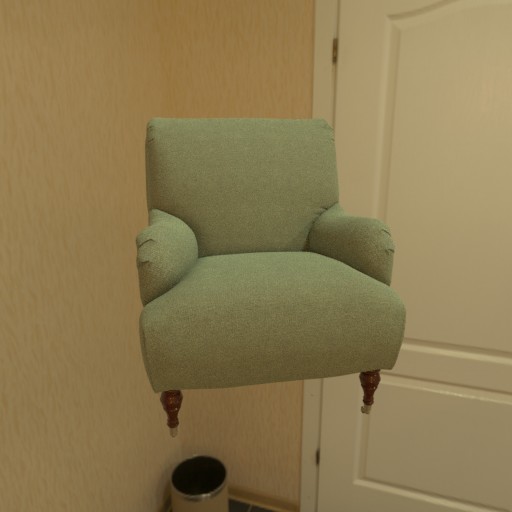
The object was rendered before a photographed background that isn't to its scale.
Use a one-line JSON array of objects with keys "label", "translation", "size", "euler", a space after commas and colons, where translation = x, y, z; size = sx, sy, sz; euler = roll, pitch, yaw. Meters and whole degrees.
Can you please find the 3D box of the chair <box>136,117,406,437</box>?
[{"label": "chair", "translation": [0.000, 0.000, 1.942], "size": [0.964, 1.178, 1.060], "euler": [-3, 16, -10]}]
